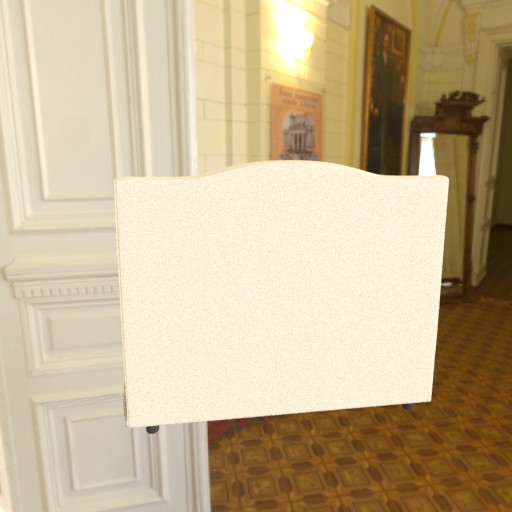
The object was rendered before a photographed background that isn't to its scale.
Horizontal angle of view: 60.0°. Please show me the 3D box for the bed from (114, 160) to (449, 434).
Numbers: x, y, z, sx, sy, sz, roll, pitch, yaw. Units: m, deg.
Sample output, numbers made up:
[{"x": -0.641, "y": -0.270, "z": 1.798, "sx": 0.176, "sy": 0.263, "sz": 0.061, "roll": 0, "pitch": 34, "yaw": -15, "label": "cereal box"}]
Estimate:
[{"x": 0.000, "y": 0.000, "z": 3.411, "sx": 1.821, "sy": 1.436, "sz": 2.282, "roll": -2, "pitch": 12, "yaw": -9, "label": "bed"}]
